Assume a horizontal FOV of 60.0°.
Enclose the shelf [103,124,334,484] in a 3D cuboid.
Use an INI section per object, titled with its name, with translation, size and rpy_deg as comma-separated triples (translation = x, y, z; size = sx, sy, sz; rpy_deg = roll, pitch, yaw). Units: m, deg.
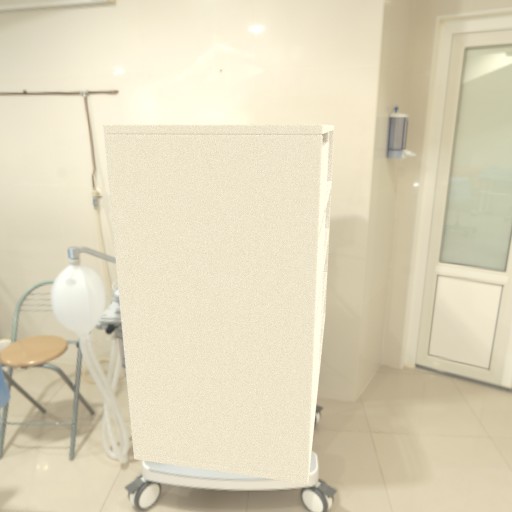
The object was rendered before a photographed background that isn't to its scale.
[shelf]
translation = 0.000, 0.000, 1.294
size = 0.396, 0.732, 0.895
rpy_deg = 3, 17, 10
